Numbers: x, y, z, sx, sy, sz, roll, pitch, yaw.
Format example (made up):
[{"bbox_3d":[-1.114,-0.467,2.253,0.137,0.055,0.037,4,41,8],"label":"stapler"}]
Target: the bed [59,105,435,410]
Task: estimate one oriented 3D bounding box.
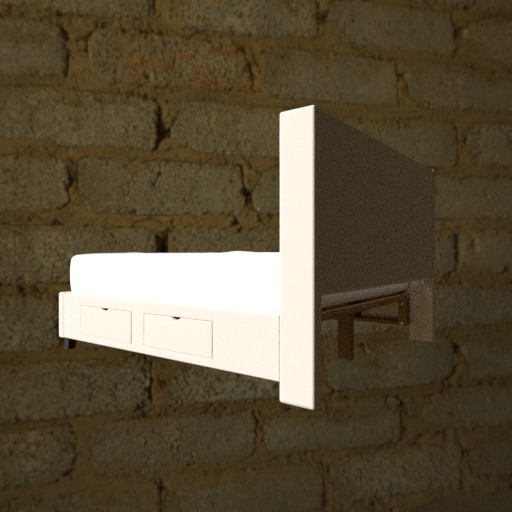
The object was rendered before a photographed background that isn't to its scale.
[{"bbox_3d":[0.000,0.000,3.651,2.293,1.471,2.145,0,0,37],"label":"bed"}]
